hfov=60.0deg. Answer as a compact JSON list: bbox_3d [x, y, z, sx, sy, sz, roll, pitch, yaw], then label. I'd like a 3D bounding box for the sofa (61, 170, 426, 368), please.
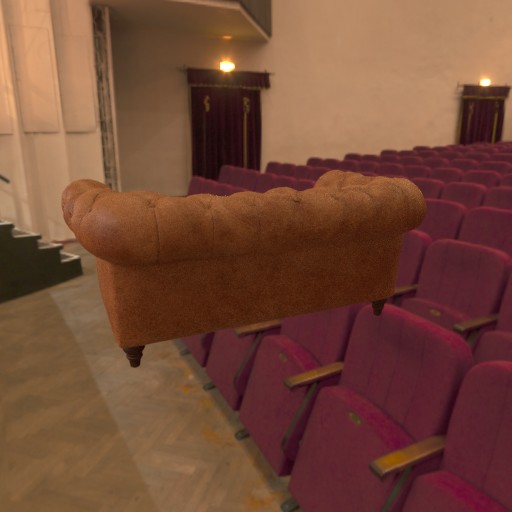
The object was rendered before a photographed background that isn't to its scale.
[{"bbox_3d":[0.000,0.000,2.555,1.979,0.877,1.042,-7,17,-24],"label":"sofa"}]
